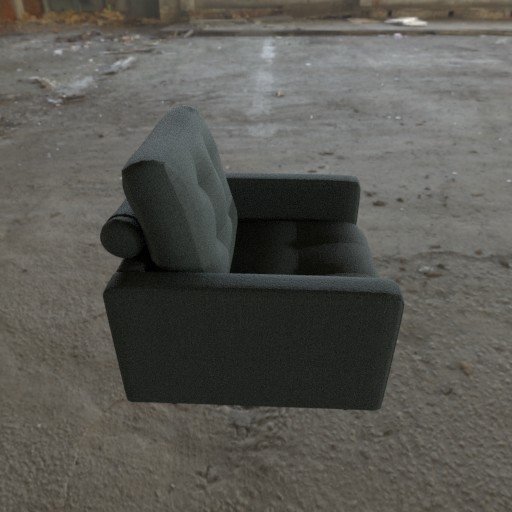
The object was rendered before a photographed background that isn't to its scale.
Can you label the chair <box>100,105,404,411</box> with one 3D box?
[{"bbox_3d":[0.000,0.000,1.536,0.843,0.880,0.821,1,33,2],"label":"chair"}]
